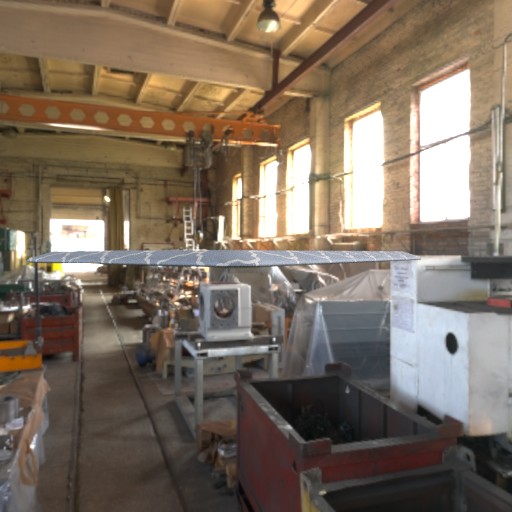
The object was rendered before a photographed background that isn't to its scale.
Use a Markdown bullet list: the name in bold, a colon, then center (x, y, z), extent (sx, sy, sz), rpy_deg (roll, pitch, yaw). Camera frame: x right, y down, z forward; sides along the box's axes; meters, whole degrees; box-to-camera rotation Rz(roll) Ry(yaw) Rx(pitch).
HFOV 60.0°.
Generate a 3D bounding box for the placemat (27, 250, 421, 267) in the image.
- **placemat**: center (0.000, 0.000, 0.961), extent (0.508, 0.021, 0.762), rpy_deg (0, 1, 36)
